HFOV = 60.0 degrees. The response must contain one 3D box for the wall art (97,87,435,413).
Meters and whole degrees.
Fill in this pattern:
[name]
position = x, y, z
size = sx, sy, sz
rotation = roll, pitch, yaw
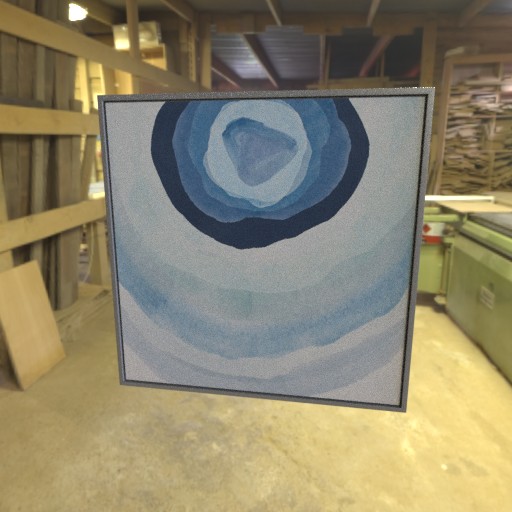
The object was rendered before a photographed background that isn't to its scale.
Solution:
[wall art]
position = 0.000, 0.000, 1.157
size = 0.809, 0.807, 0.038
rotation = 2, 14, 10
